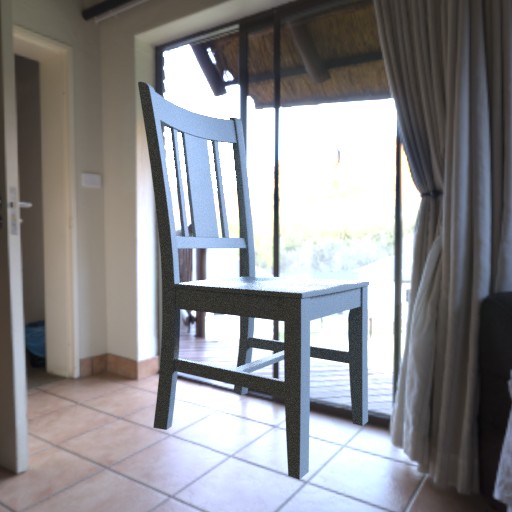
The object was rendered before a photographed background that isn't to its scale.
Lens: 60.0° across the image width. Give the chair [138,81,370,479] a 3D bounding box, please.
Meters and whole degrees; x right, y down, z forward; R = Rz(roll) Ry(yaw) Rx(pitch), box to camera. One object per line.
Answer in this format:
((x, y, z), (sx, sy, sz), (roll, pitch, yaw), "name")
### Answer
((0.000, 0.000, 1.312), (0.555, 0.998, 0.450), (1, 2, 36), "chair")
